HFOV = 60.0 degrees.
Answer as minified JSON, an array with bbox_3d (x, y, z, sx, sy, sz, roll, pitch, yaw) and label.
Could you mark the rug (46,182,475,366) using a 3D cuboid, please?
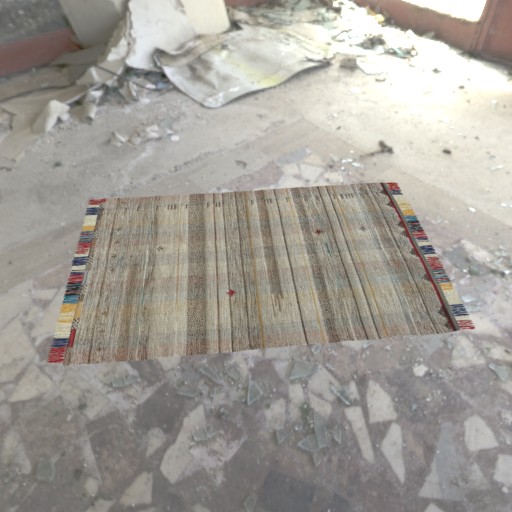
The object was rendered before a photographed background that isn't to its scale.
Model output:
[{"bbox_3d":[0.000,0.000,2.996,2.465,0.012,1.465,-4,46,-4],"label":"rug"}]
